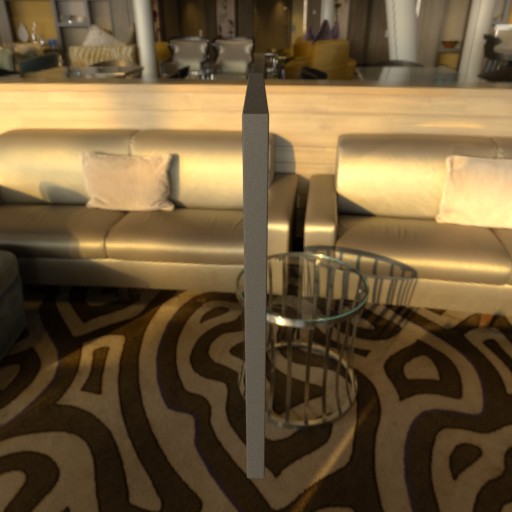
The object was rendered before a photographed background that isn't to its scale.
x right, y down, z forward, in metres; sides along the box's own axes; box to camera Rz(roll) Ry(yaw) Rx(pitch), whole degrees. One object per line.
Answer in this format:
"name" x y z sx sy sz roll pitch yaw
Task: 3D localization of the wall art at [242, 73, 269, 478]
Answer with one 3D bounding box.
"wall art" 0.000 0.000 0.778 0.028 0.558 0.457 0 27 0
